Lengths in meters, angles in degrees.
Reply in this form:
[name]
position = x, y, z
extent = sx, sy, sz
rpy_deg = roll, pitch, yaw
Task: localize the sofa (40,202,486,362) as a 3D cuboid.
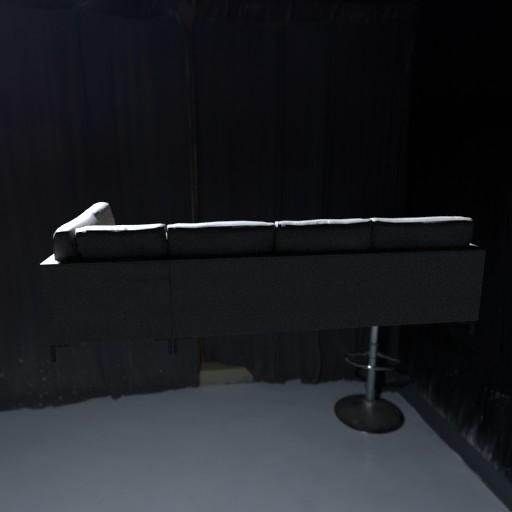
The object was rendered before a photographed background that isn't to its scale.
[sofa]
position = 0.000, 0.000, 4.269
extent = 3.331, 0.964, 2.077
rpy_deg = -2, 14, -8
